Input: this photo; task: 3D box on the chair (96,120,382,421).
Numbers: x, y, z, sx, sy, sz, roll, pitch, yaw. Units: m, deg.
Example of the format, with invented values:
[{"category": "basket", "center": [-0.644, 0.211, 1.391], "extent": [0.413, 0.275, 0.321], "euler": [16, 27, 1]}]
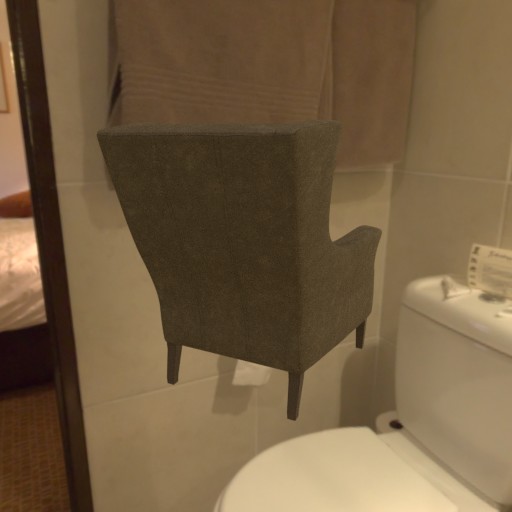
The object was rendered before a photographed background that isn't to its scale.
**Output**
[{"category": "chair", "center": [0.000, 0.000, 1.761], "extent": [0.853, 1.016, 0.926], "euler": [8, 17, 25]}]
